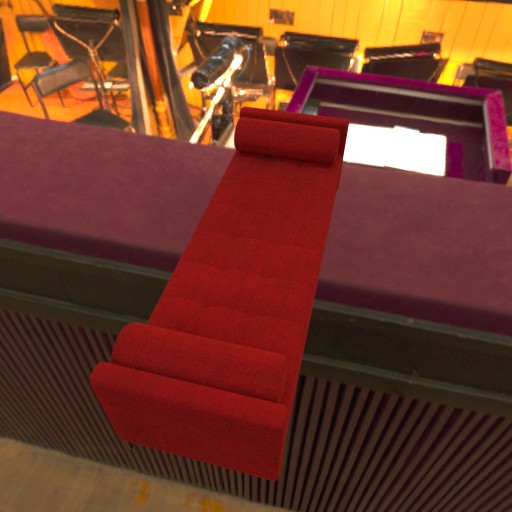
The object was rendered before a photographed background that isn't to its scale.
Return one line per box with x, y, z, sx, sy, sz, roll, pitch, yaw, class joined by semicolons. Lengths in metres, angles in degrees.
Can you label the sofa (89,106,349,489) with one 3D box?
0.000;0.000;2.320;0.686;0.635;1.981;10;47;10;sofa
